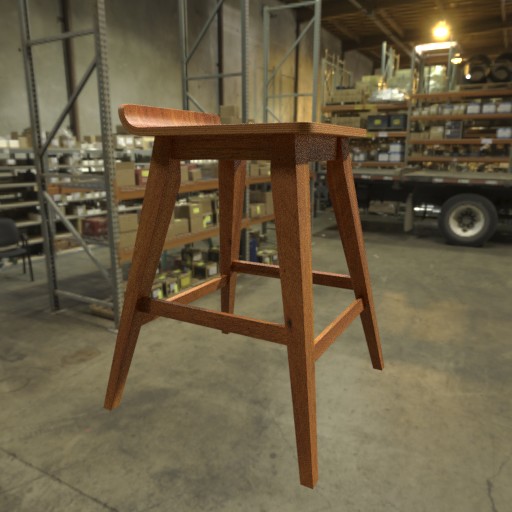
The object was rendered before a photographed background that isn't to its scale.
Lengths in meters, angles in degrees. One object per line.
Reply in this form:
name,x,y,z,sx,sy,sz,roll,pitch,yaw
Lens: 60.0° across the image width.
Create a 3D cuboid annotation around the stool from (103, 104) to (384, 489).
stool,0.000,0.000,1.006,0.500,0.650,0.500,7,15,28
